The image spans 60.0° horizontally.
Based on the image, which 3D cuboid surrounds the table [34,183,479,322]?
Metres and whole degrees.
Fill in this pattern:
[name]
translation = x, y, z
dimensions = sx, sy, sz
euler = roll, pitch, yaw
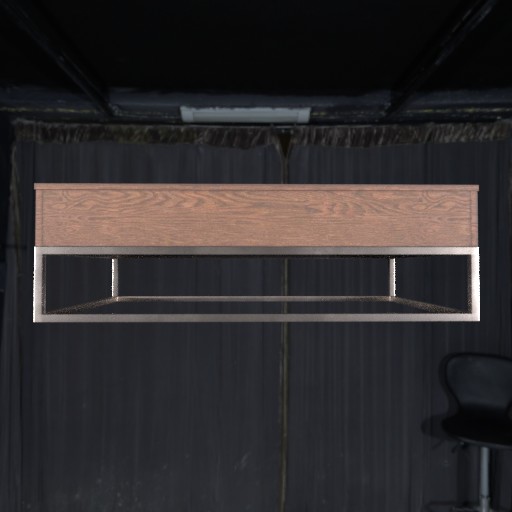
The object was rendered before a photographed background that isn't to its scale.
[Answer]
[table]
translation = 0.000, 0.000, 1.518
dimensions = 1.167, 0.361, 0.719
euler = 0, -1, -1
